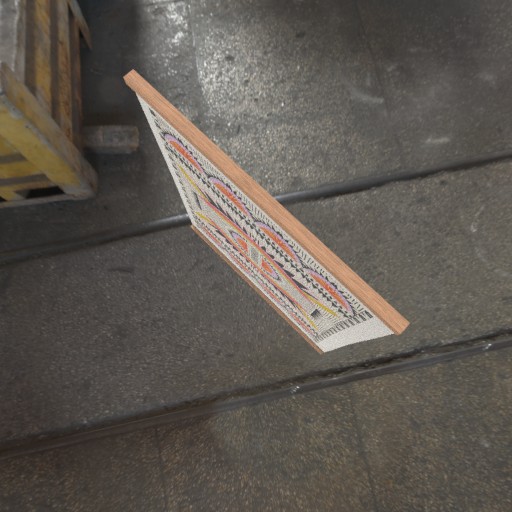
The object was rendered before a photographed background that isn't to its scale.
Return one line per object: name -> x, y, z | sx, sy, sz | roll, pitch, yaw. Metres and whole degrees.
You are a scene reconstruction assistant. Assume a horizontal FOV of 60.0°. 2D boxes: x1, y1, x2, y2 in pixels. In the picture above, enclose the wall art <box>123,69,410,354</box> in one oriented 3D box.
wall art -> 0.000, 0.000, 1.361 | 0.765, 1.016, 0.028 | 44, 80, 10
